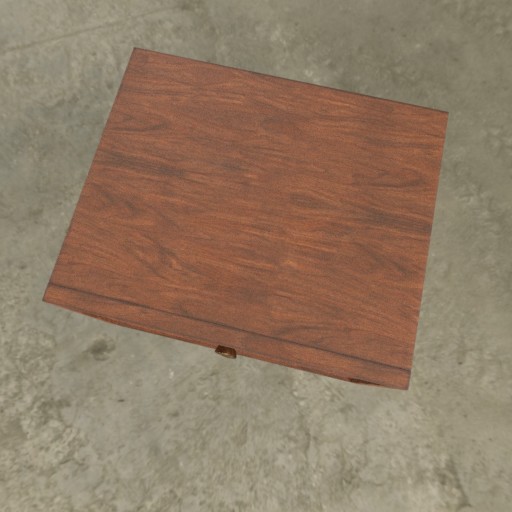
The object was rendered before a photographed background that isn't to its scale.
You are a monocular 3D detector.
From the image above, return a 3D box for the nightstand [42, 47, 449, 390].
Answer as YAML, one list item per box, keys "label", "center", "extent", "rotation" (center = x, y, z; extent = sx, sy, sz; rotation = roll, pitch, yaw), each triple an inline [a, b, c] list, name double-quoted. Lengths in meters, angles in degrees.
- label: "nightstand"
  center: [0.000, 0.000, 0.953]
  extent: [0.521, 0.607, 0.445]
  rotation: [13, 76, 3]
